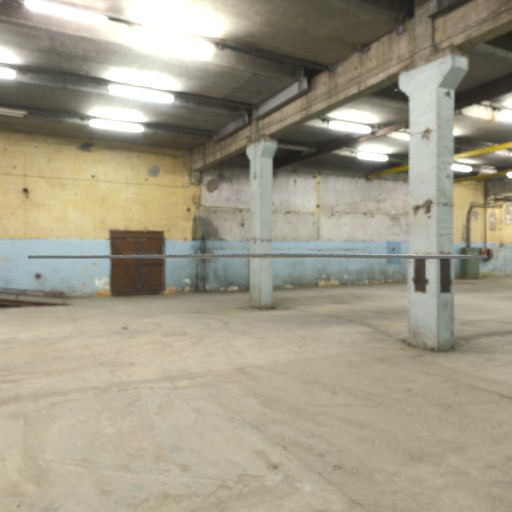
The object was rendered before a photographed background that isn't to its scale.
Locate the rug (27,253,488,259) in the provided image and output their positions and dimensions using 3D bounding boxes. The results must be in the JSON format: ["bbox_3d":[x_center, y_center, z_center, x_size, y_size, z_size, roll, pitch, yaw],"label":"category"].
[{"bbox_3d":[0.000,0.000,2.583,2.341,0.037,0.675,0,0,1],"label":"rug"}]
